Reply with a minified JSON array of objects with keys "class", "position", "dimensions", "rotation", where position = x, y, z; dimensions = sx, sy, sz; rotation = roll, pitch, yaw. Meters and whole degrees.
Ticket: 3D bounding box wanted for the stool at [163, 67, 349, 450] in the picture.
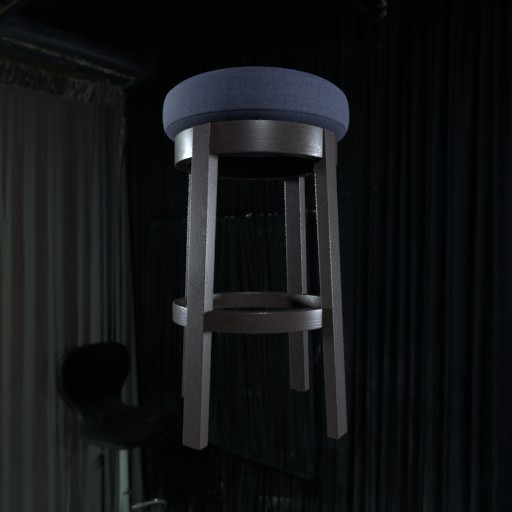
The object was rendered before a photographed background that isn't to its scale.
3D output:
[{"class":"stool","position":[0.000,0.000,1.049],"dimensions":[0.446,0.758,0.446],"rotation":[0,1,0]}]
